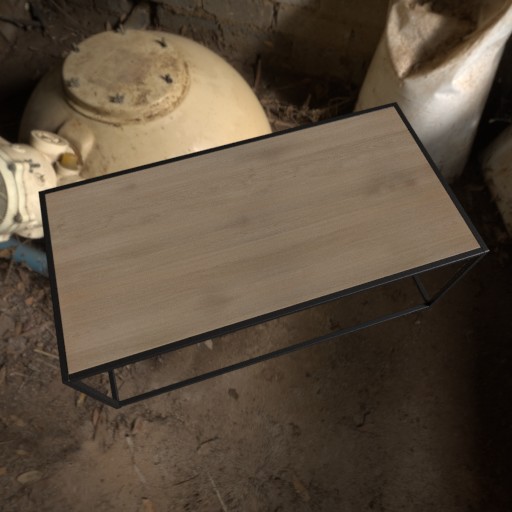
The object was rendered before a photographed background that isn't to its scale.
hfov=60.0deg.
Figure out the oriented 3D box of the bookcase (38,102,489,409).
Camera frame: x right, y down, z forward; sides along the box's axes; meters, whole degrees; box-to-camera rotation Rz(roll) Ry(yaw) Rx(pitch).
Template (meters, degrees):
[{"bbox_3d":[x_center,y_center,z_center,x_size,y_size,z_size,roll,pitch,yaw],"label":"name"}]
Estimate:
[{"bbox_3d":[0.000,0.000,1.263,1.000,0.400,0.500,-16,65,-8],"label":"bookcase"}]
